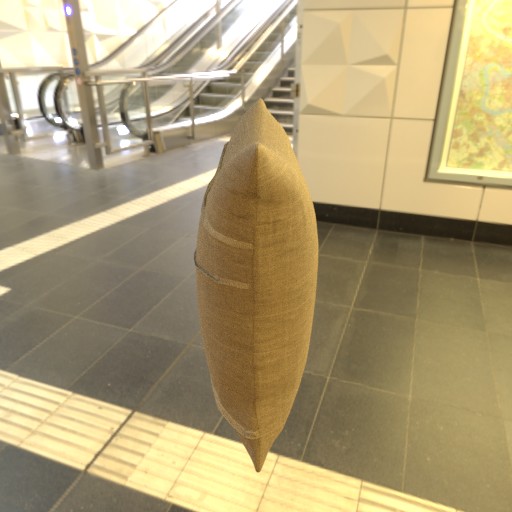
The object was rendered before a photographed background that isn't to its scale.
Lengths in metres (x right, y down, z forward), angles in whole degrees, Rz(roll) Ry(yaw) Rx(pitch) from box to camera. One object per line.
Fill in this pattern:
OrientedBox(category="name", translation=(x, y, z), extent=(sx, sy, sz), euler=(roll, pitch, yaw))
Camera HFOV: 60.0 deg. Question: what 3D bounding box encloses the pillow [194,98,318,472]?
OrientedBox(category="pillow", translation=(0.000, 0.000, 0.650), extent=(0.169, 0.400, 0.424), euler=(0, 25, 1))
